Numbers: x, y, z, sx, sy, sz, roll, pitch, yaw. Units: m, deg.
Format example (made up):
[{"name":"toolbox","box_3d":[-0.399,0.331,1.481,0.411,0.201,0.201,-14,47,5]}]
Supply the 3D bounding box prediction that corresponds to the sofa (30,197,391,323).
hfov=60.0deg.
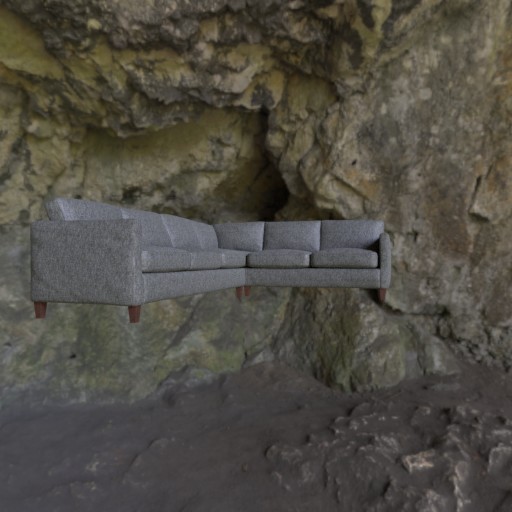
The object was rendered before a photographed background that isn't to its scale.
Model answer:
[{"name":"sofa","box_3d":[0.000,0.000,4.461,2.593,0.947,3.302,0,0,17]}]
